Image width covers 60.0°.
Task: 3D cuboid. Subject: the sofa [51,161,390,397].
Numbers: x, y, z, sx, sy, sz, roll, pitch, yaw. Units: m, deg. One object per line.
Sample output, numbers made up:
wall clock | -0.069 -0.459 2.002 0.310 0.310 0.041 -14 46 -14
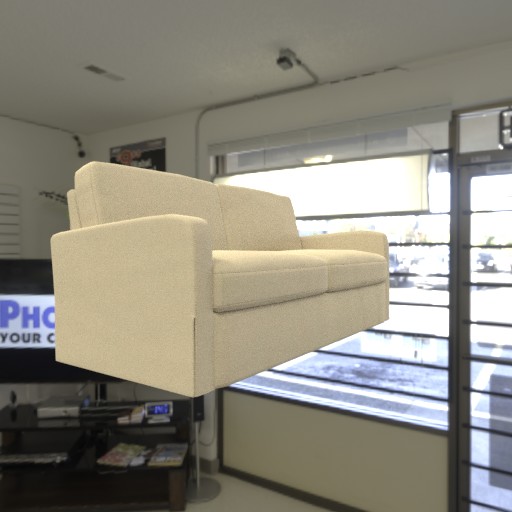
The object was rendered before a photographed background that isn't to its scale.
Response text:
sofa | 0.000 0.000 2.320 0.894 0.831 1.808 1 1 35
